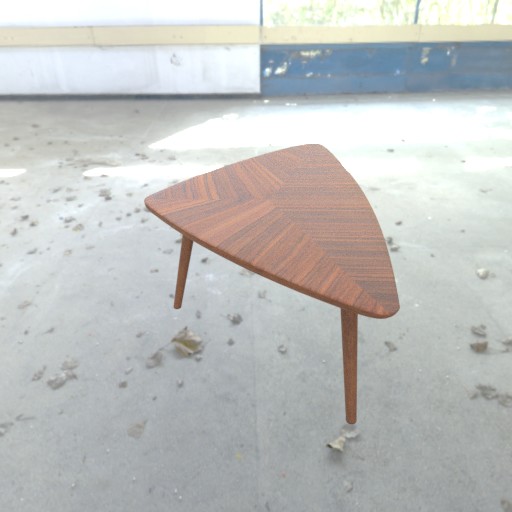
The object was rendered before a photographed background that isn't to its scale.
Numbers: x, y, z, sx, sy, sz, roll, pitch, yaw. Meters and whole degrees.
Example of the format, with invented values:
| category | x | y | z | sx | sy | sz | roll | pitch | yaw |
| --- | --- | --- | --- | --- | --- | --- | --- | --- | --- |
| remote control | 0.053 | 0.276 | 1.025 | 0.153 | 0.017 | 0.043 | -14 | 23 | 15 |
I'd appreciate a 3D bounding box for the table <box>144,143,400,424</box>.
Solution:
| category | x | y | z | sx | sy | sz | roll | pitch | yaw |
| --- | --- | --- | --- | --- | --- | --- | --- | --- | --- |
| table | 0.000 | 0.000 | 1.292 | 0.601 | 0.365 | 1.008 | 0 | 31 | -1 |
